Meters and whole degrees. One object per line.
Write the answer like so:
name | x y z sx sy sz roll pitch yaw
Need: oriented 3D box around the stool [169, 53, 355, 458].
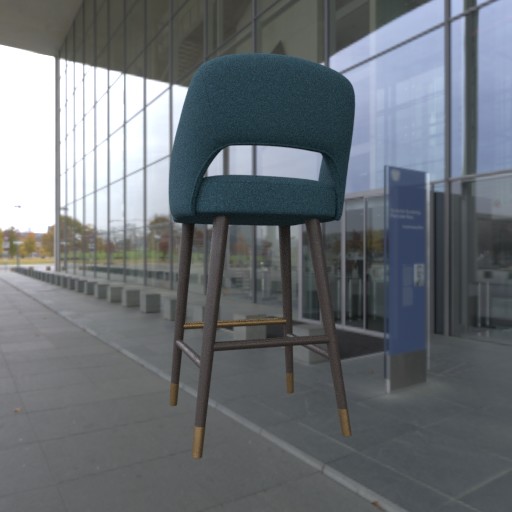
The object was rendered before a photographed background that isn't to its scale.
stool | 0.000 0.000 1.369 0.536 1.032 0.522 0 0 -19
